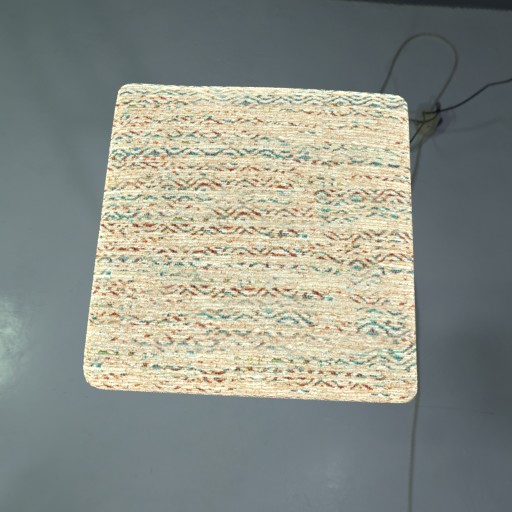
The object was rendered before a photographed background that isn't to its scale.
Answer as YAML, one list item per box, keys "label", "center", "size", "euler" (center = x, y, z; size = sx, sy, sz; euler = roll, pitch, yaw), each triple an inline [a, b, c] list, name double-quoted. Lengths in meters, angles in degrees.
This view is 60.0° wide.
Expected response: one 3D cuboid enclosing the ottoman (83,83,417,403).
- label: "ottoman"
  center: [0.000, 0.000, 0.896]
  size: [0.512, 0.453, 0.521]
  euler: [3, 77, 1]
